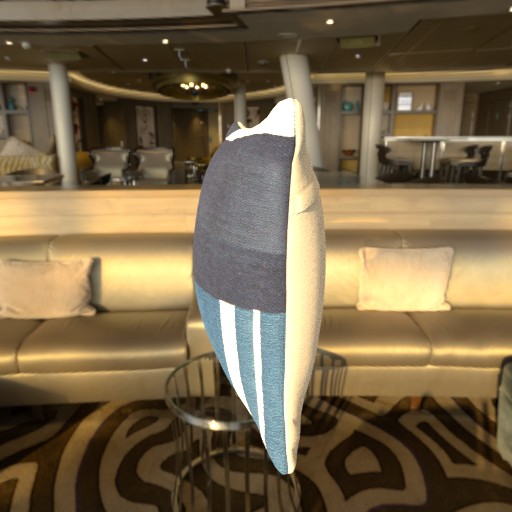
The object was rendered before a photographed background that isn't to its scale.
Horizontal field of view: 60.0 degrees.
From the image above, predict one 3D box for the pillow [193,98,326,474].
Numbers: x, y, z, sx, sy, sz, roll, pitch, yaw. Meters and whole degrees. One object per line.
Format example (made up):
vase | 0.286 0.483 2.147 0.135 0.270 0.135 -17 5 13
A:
pillow | 0.000 0.000 0.812 0.229 0.506 0.536 -3 15 -10
